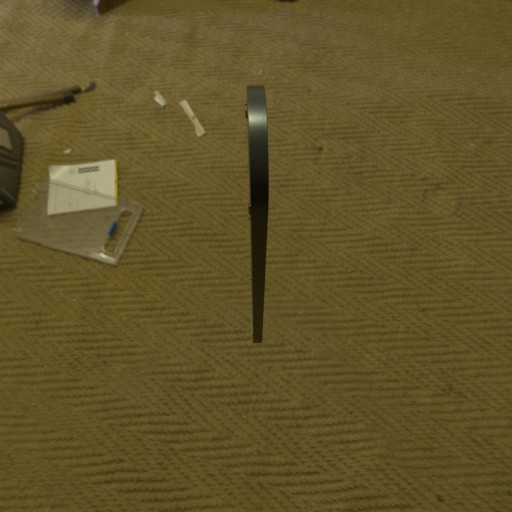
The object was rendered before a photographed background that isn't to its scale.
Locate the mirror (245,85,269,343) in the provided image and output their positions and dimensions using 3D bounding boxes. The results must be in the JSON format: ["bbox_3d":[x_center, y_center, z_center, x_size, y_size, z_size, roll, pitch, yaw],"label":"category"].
[{"bbox_3d":[0.000,0.000,1.100,0.032,0.991,0.222,-2,64,-1],"label":"mirror"}]
